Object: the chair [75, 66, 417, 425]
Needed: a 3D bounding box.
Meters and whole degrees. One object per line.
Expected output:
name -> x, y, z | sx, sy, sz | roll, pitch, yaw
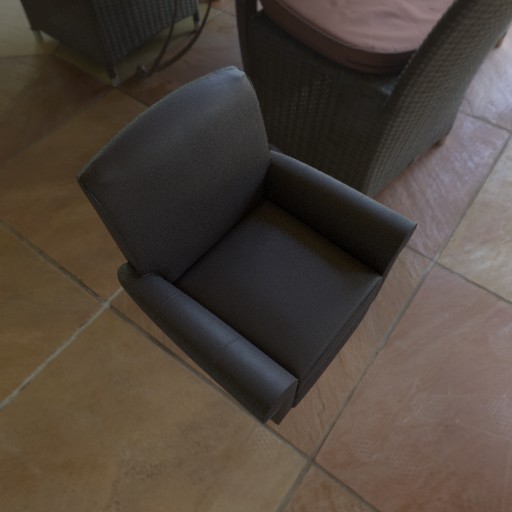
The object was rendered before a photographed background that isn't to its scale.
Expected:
chair -> 0.000, 0.000, 1.777 | 0.902, 1.061, 0.978 | 35, 64, 20
